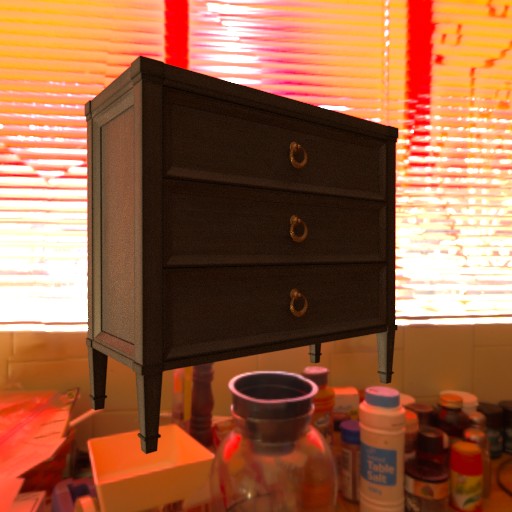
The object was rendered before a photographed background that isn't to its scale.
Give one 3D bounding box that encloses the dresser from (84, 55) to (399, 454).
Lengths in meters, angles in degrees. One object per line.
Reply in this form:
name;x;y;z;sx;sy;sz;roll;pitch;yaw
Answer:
dresser;0.000;0.000;1.576;1.049;0.986;0.463;0;1;-37
